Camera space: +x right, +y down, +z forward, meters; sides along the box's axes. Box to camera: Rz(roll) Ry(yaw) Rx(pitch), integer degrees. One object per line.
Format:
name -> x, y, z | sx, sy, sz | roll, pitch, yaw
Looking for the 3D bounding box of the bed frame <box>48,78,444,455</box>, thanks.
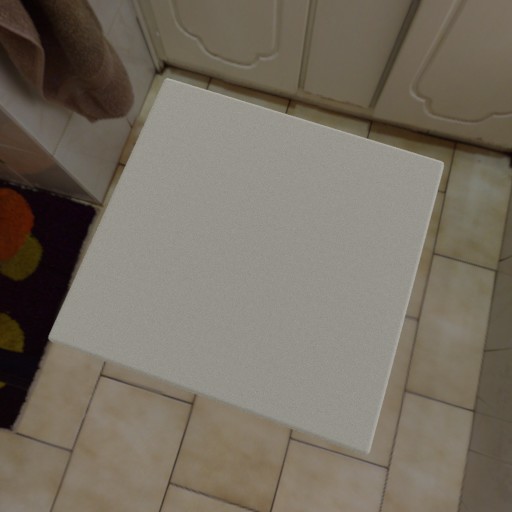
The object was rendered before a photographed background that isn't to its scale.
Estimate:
bed frame -> 0.000, 0.000, 3.963 | 2.635, 0.680, 2.526 | 18, 77, 5
